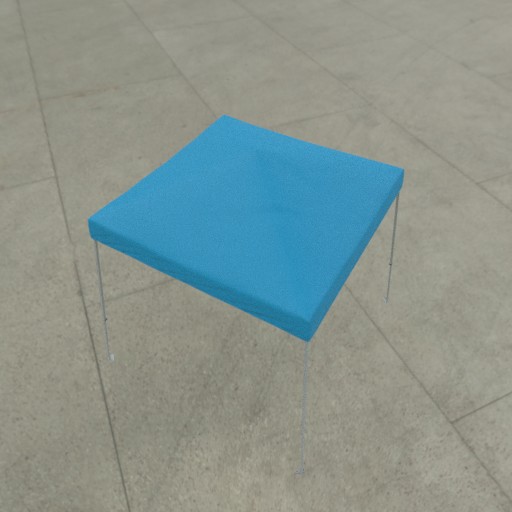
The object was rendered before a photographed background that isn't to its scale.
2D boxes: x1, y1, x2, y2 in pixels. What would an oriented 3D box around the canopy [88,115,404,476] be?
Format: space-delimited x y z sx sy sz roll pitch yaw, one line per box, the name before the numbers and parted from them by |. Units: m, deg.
canopy | 0.000 0.000 6.504 3.600 3.600 3.599 23 50 21
